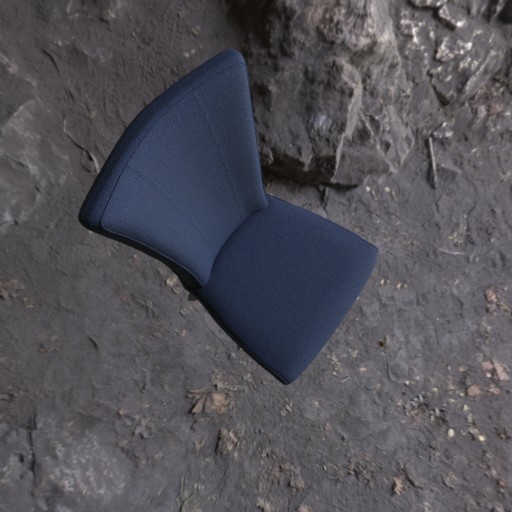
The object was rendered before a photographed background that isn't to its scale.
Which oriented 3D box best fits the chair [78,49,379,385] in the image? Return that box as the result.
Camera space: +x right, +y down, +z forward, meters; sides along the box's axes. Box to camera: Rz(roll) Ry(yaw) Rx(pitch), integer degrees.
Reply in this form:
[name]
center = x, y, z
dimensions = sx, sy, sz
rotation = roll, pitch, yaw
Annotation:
[chair]
center = 0.000, 0.000, 1.370
dimensions = 0.660, 0.991, 0.520
rotation = 35, 78, 9
